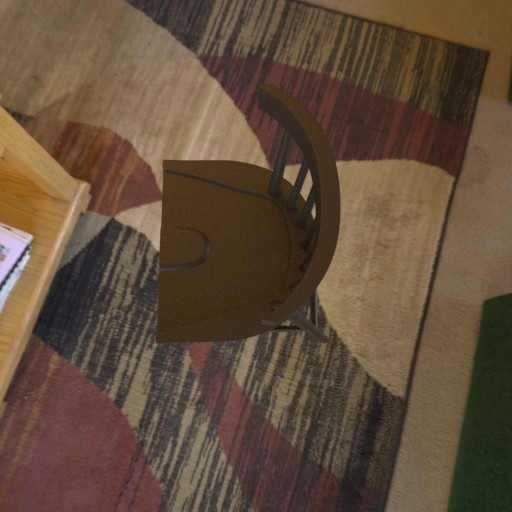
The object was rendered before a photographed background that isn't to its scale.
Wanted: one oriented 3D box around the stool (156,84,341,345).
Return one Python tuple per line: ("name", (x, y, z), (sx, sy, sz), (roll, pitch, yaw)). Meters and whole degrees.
("stool", (0.000, 0.000, 1.269), (0.549, 0.953, 0.494), (-1, 77, 0))
